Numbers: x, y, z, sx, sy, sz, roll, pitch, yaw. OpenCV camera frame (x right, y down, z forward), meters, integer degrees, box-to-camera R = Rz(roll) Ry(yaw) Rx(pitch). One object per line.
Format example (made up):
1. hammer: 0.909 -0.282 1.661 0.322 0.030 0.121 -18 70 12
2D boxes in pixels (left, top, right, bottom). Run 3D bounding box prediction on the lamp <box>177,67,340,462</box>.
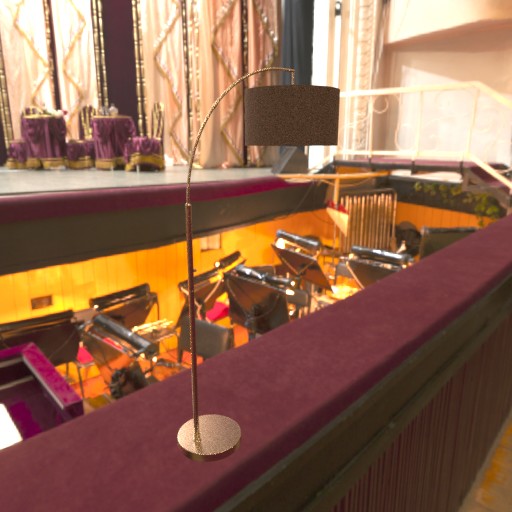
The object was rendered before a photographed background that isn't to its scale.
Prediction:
1. lamp: 0.000 0.000 2.149 0.934 1.735 0.452 -14 20 -43
